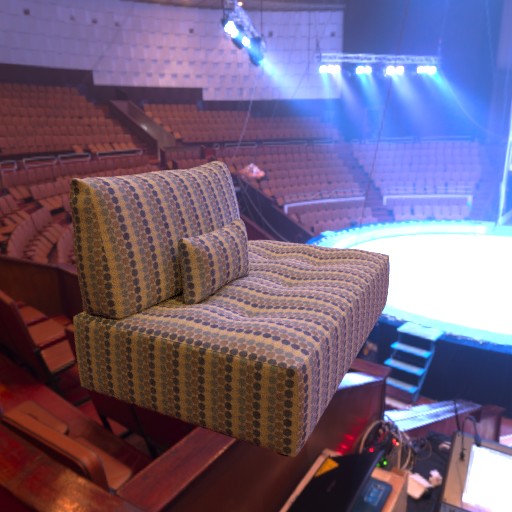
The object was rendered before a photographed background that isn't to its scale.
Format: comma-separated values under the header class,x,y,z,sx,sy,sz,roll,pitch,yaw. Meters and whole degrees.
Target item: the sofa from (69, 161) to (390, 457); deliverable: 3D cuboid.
class,x,y,z,sx,sy,sz,roll,pitch,yaw
sofa,0.000,0.000,2.035,1.000,0.820,1.450,7,16,25
